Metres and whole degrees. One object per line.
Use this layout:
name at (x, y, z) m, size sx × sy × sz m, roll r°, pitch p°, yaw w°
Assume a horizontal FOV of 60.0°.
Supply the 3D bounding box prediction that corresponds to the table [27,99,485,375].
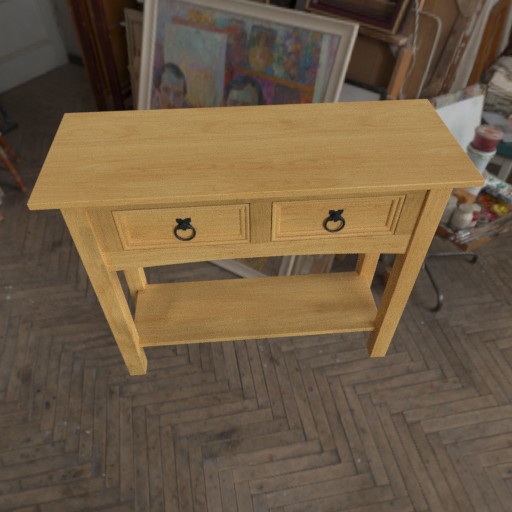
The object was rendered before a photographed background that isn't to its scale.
table at (0.000, 0.000, 1.246) m, size 0.900 × 0.728 × 0.340 m, roll -3°, pitch 47°, yaw -3°
